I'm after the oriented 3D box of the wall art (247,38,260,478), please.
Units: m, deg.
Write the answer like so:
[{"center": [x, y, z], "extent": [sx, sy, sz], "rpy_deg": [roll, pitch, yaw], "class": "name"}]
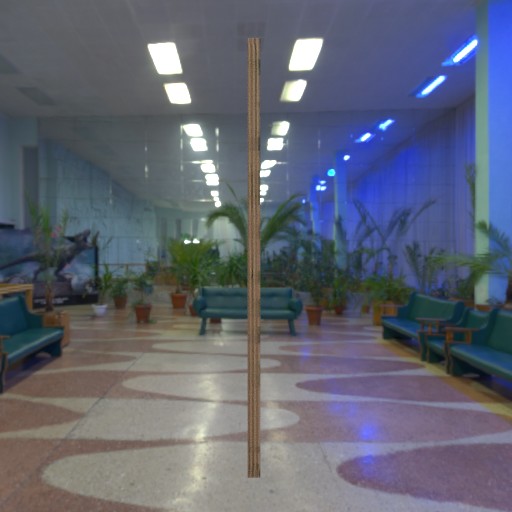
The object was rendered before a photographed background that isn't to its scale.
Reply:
[{"center": [0.000, 0.000, 0.665], "extent": [0.012, 0.408, 0.508], "rpy_deg": [0, 1, 0], "class": "wall art"}]
